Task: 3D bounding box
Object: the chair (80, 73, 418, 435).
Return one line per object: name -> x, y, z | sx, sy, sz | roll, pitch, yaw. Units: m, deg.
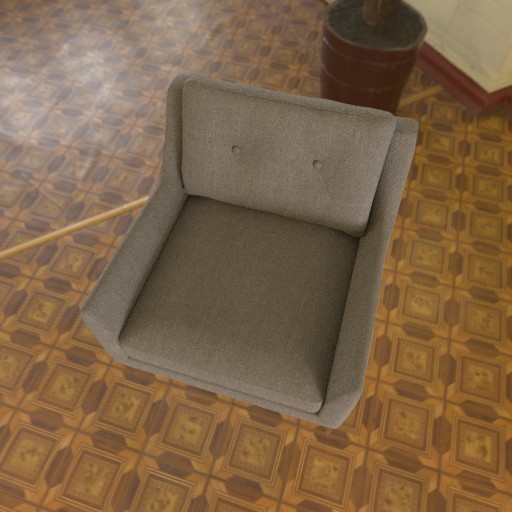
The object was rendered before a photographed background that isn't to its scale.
chair -> 0.000, 0.000, 1.514 | 0.847, 0.828, 0.849 | 14, 59, 9
